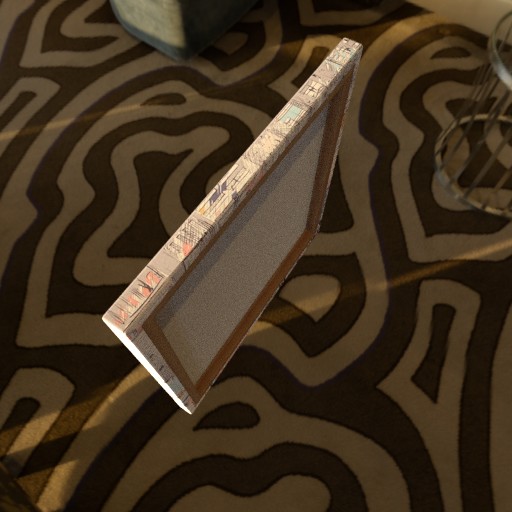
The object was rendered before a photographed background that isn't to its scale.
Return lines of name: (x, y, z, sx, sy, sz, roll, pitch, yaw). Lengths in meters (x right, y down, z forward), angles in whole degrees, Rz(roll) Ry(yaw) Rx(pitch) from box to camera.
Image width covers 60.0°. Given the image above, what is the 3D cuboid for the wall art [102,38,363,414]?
wall art: (0.000, 0.000, 0.901, 0.038, 0.608, 0.607, 30, 66, 15)
